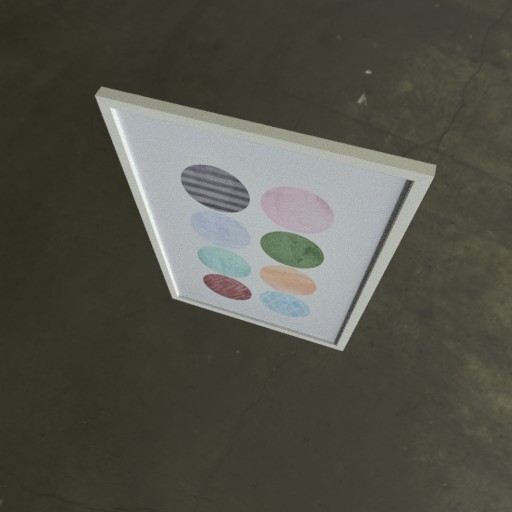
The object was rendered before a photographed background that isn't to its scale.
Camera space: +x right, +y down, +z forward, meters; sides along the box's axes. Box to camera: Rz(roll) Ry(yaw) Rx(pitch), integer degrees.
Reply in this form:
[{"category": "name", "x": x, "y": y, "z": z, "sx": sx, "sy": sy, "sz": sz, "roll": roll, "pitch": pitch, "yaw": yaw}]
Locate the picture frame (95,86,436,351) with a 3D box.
[{"category": "picture frame", "x": 0.000, "y": 0.000, "z": 0.569, "sx": 0.305, "sy": 0.434, "sz": 0.013, "roll": 16, "pitch": 61, "yaw": 9}]
